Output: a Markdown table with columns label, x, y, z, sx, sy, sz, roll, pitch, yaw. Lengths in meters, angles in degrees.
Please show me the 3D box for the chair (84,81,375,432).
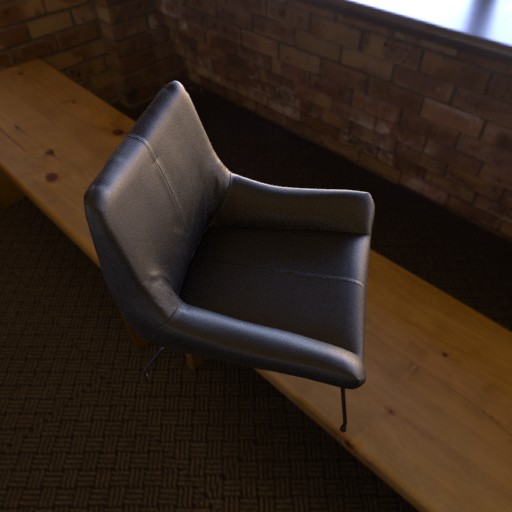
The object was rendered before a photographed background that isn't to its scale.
| label | x | y | z | sx | sy | sz | roll | pitch | yaw |
| --- | --- | --- | --- | --- | --- | --- | --- | --- | --- |
| chair | 0.000 | 0.000 | 1.569 | 0.826 | 0.922 | 0.836 | 9 | 48 | 8 |
